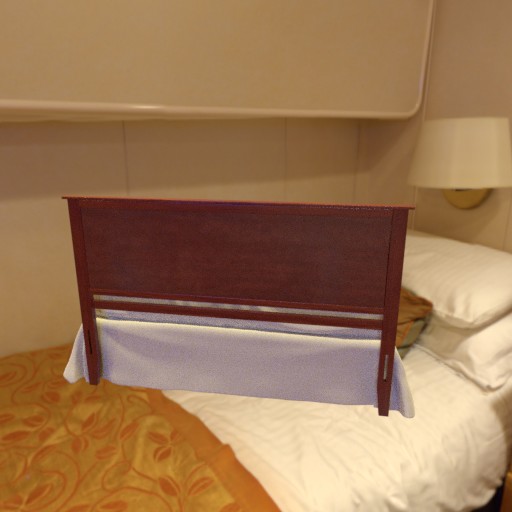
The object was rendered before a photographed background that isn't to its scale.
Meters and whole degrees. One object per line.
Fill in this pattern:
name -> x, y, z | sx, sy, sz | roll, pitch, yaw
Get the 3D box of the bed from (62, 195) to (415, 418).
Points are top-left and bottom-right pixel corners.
bed -> 0.000, 0.000, 3.669 | 2.314, 1.271, 2.219 | 3, 17, 10
